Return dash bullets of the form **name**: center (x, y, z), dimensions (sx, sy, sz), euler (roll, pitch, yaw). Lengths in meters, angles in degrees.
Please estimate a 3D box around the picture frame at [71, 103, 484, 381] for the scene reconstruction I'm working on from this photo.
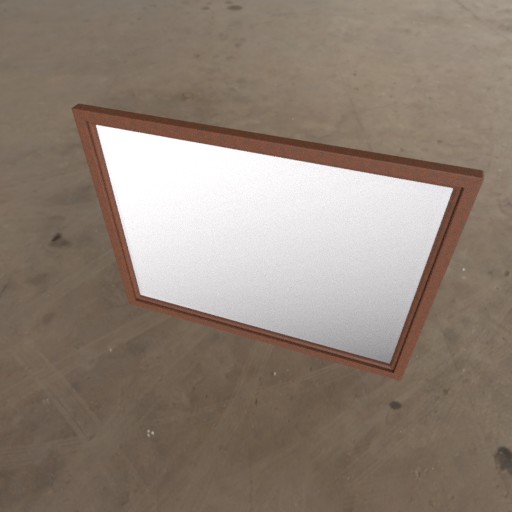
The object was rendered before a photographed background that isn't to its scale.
- **picture frame**: center (0.000, 0.000, 1.724), dimensions (1.329, 1.018, 0.045), euler (13, 44, 14)
